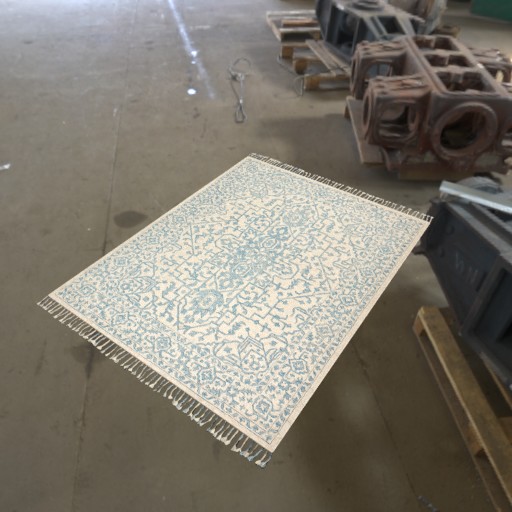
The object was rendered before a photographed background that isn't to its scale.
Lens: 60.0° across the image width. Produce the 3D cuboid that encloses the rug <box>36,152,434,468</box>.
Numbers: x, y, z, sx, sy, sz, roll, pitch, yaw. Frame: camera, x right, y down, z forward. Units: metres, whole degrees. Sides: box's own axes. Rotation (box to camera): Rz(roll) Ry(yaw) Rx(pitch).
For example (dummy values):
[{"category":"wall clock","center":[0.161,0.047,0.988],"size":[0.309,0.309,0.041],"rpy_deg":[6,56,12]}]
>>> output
[{"category":"rug","center":[0.000,0.000,4.385],"size":[2.464,0.010,3.327],"rpy_deg":[26,48,25]}]
